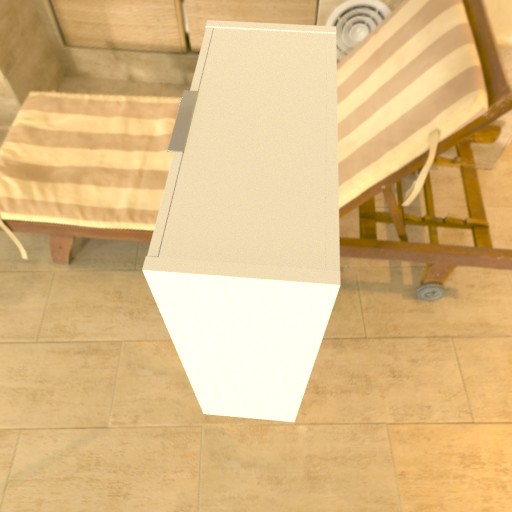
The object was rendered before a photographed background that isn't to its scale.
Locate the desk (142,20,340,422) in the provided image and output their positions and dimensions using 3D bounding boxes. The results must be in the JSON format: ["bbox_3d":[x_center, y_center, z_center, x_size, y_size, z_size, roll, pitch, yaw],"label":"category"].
[{"bbox_3d":[0.000,0.000,1.563,0.390,1.190,0.850,4,58,3],"label":"desk"}]
